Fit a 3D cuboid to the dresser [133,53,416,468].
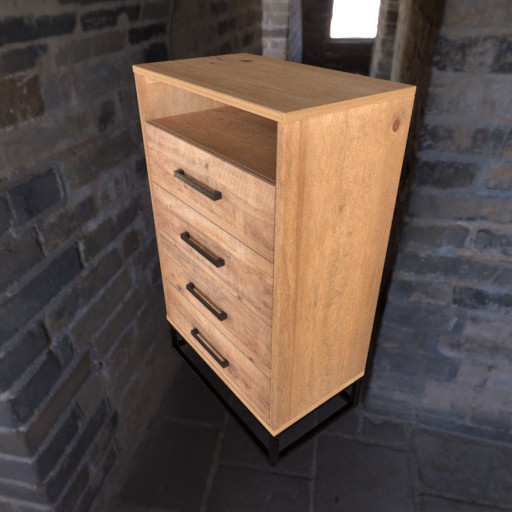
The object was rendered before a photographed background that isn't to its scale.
[{"bbox_3d":[0.000,0.000,1.613,0.479,1.240,0.761,-22,38,-31],"label":"dresser"}]
